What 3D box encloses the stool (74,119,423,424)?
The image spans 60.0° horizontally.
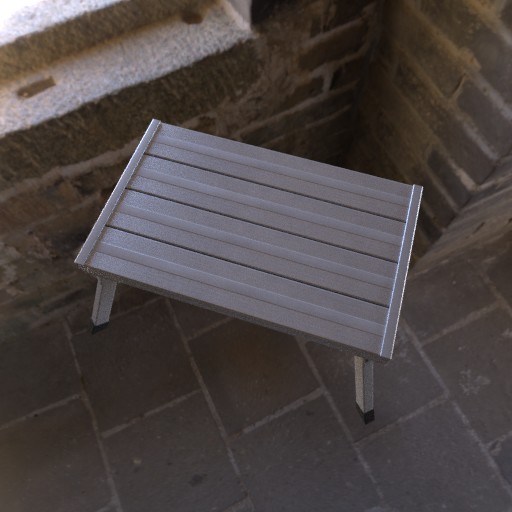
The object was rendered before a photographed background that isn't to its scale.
[{"bbox_3d":[0.000,0.000,0.759,0.535,0.225,0.385,16,65,8],"label":"stool"}]
